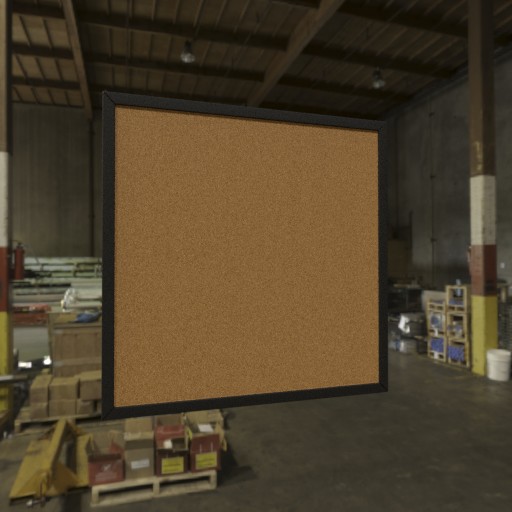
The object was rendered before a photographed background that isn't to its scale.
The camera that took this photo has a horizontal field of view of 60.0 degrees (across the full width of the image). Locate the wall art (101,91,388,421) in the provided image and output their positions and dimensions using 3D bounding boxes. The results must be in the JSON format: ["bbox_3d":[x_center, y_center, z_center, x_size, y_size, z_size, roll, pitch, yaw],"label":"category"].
[{"bbox_3d":[0.000,0.000,0.775,0.508,0.508,0.037,0,-1,-17],"label":"wall art"}]
